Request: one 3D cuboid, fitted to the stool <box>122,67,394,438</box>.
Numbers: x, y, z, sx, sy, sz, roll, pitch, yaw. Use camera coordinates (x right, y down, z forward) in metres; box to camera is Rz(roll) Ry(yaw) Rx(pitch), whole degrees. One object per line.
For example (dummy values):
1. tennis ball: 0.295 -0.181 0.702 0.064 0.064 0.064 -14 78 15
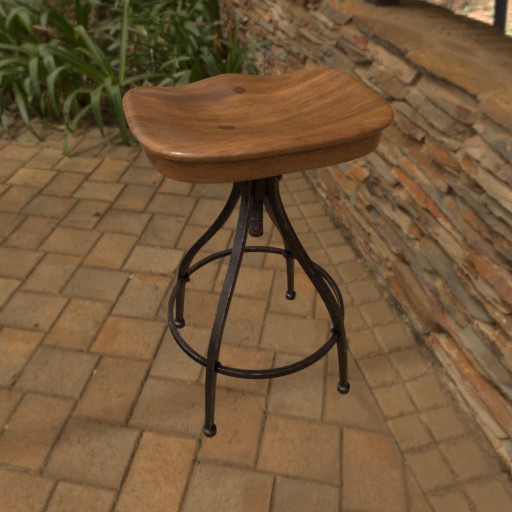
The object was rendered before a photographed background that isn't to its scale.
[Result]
1. stool: 0.000 0.000 0.971 0.432 0.694 0.424 -13 42 -15
